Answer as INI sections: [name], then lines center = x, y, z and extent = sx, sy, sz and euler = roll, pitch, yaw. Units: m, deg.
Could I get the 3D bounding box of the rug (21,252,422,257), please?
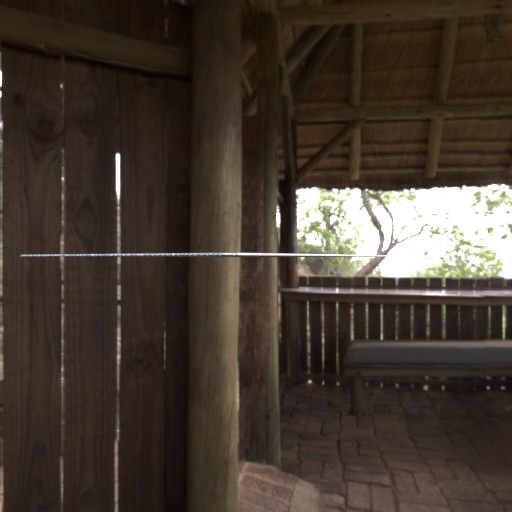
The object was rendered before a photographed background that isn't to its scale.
[rug]
center = 0.000, 0.000, 3.041
extent = 1.524, 0.010, 2.438
euler = 0, 0, 37
